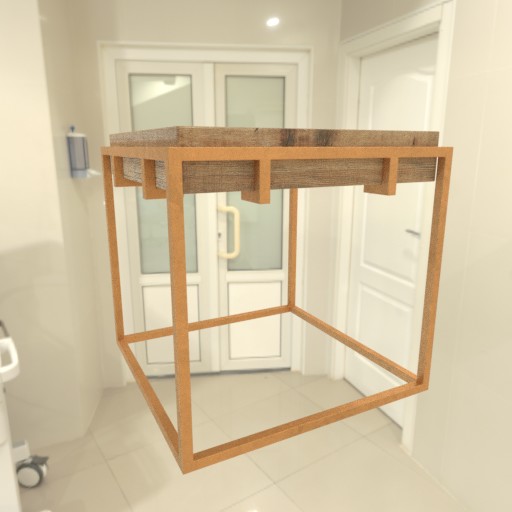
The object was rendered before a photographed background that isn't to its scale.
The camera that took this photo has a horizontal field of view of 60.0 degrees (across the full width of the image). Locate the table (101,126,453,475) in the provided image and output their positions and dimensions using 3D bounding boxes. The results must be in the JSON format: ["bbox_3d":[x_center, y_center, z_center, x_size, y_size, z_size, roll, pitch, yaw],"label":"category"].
[{"bbox_3d":[0.000,0.000,1.092,0.599,0.584,0.599,-7,16,-27],"label":"table"}]
